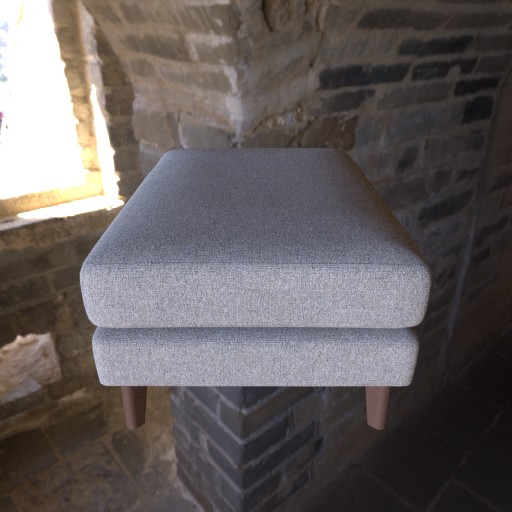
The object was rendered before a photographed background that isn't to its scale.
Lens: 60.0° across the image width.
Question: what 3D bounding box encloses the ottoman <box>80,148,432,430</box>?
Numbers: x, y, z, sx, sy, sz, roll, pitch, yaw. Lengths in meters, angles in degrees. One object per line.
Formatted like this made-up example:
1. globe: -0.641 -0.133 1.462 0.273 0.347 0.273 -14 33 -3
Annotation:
1. ottoman: 0.000 0.000 1.174 0.611 0.441 0.821 0 27 0
